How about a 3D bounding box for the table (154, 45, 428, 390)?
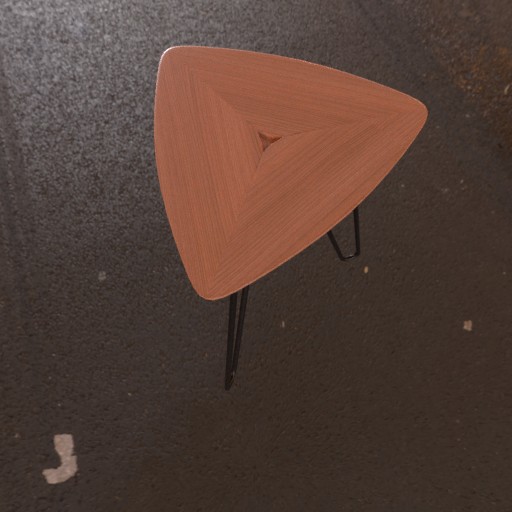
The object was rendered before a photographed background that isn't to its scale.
[{"bbox_3d":[0.000,0.000,0.875,0.442,0.564,0.455,16,65,8],"label":"table"}]
